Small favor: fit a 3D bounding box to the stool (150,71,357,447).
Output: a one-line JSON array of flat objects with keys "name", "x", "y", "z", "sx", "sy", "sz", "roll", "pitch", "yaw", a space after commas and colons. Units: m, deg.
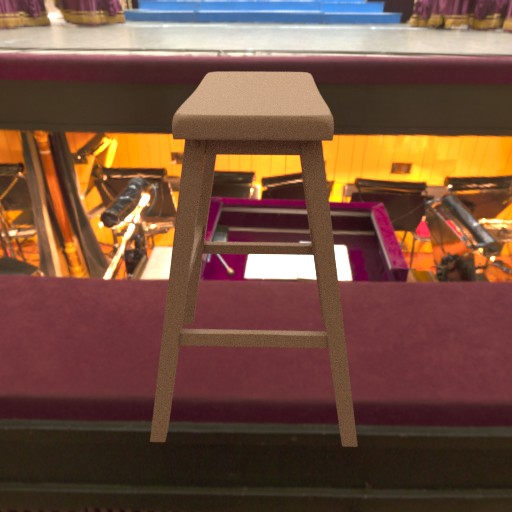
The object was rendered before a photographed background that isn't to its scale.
[{"name": "stool", "x": 0.000, "y": 0.000, "z": 1.029, "sx": 0.476, "sy": 0.737, "sz": 0.457, "roll": 1, "pitch": 30, "yaw": 1}]
